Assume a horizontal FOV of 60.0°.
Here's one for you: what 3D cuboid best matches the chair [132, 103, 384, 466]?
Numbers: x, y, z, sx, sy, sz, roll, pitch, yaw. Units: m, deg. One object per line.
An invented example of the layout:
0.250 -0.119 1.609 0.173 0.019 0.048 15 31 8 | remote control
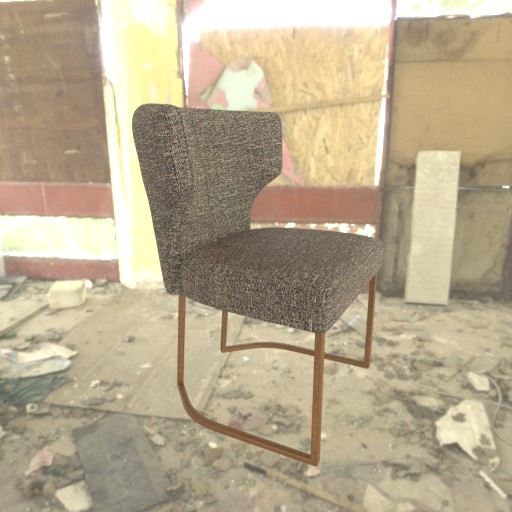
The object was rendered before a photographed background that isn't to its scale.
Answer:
0.000 0.000 1.273 0.617 0.824 0.611 8 18 26 | chair
